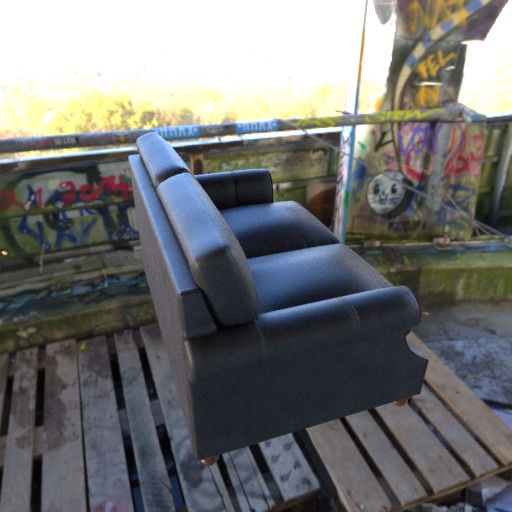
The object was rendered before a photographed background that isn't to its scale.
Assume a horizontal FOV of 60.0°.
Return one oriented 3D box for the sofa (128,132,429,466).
[{"bbox_3d":[0.000,0.000,2.242,1.030,0.979,1.663,-10,31,-17],"label":"sofa"}]
